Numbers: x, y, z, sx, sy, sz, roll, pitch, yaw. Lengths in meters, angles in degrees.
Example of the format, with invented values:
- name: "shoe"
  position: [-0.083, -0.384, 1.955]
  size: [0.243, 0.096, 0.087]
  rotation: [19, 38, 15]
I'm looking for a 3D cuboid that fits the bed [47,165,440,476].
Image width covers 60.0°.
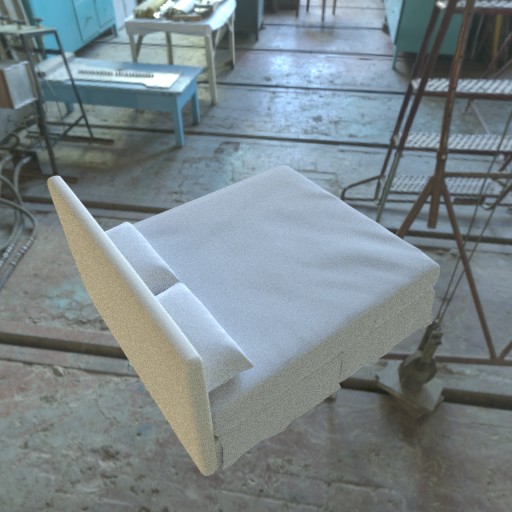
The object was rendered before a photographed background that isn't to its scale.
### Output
- name: "bed"
  position: [0.000, 0.000, 3.561]
  size: [2.341, 1.317, 2.119]
  rotation: [-27, 48, -26]
